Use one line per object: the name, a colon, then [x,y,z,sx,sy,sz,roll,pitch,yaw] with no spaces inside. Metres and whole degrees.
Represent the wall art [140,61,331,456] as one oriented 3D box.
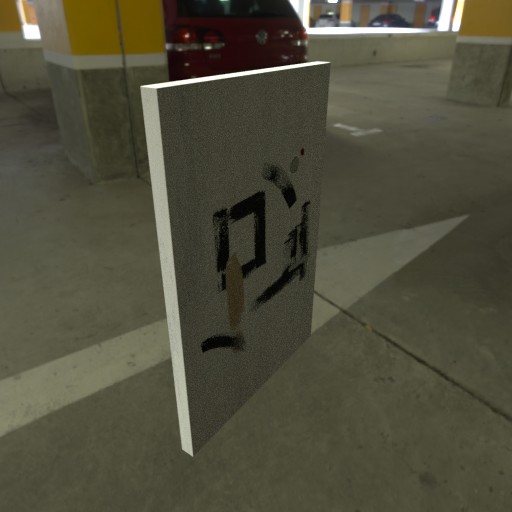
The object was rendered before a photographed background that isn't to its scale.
wall art: [0.000,0.000,1.184,0.043,0.914,0.624,19,33,31]
